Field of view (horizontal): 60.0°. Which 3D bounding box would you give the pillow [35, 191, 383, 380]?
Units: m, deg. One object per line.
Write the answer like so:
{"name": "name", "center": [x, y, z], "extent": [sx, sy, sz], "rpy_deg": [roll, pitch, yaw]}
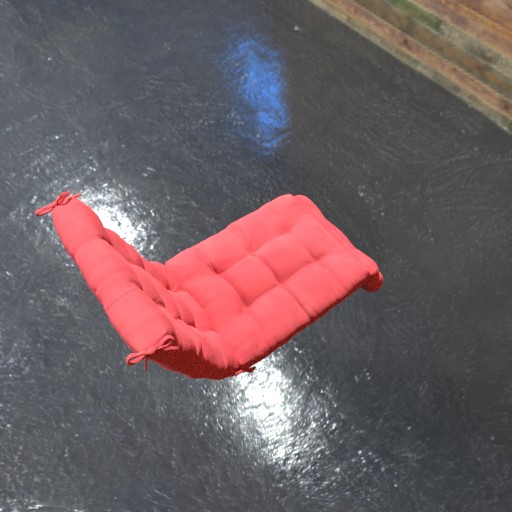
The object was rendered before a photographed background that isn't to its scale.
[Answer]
{"name": "pillow", "center": [0.000, 0.000, 1.497], "extent": [1.016, 0.863, 0.526], "rpy_deg": [-33, 64, -18]}
